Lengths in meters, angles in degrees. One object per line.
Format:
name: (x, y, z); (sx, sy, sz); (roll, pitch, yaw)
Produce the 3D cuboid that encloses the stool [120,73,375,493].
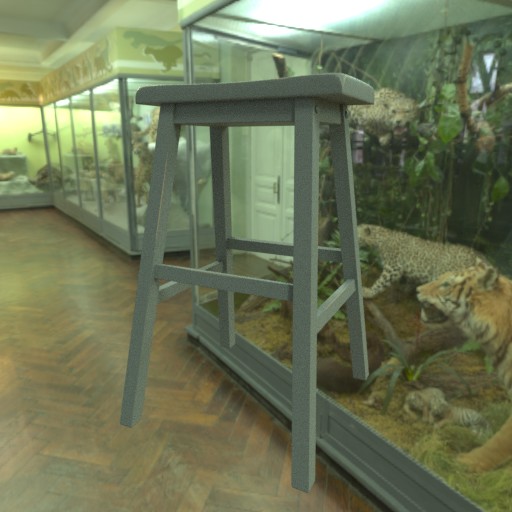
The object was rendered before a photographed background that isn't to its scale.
stool: (0.000, 0.000, 1.025); (0.457, 0.737, 0.476); (7, 16, 26)
